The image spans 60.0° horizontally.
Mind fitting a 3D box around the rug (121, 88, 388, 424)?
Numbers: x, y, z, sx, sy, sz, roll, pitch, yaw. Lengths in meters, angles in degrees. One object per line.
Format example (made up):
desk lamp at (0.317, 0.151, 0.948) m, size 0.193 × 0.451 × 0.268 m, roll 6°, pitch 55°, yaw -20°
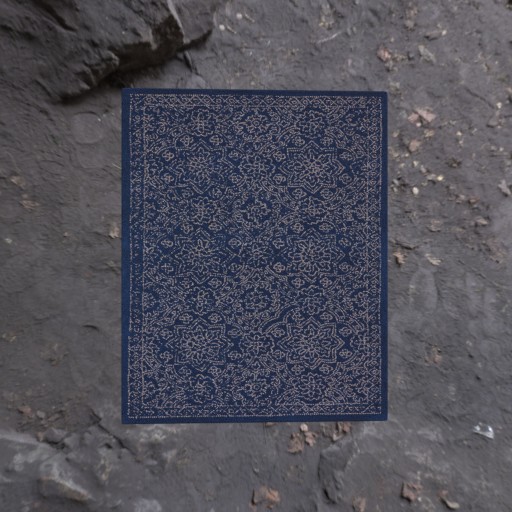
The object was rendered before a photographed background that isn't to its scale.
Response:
rug at (0.000, 0.000, 4.057) m, size 2.438 × 0.010 × 3.048 m, roll 0°, pitch 90°, yaw -2°
